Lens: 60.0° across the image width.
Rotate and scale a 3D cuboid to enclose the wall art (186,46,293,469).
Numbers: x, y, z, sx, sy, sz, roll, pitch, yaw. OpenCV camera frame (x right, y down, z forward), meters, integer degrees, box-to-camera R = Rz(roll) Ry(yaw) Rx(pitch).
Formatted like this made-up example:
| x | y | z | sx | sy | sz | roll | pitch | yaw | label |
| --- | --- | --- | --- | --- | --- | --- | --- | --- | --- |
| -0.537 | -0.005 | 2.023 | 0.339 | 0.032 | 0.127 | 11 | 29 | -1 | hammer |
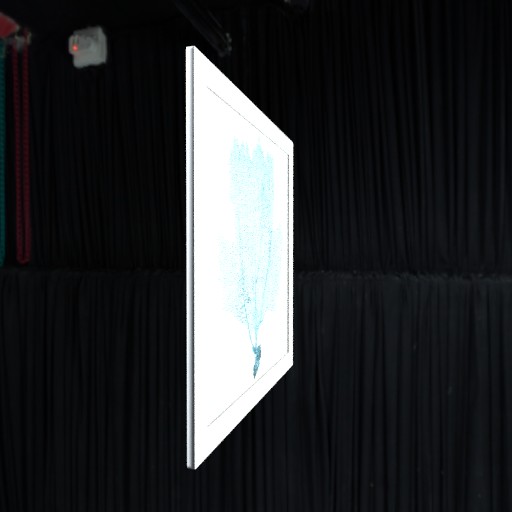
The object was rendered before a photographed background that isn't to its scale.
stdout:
| x | y | z | sx | sy | sz | roll | pitch | yaw | label |
| --- | --- | --- | --- | --- | --- | --- | --- | --- | --- |
| 0.000 | 0.000 | 0.889 | 0.013 | 0.584 | 0.584 | 0 | 1 | 18 | wall art |
